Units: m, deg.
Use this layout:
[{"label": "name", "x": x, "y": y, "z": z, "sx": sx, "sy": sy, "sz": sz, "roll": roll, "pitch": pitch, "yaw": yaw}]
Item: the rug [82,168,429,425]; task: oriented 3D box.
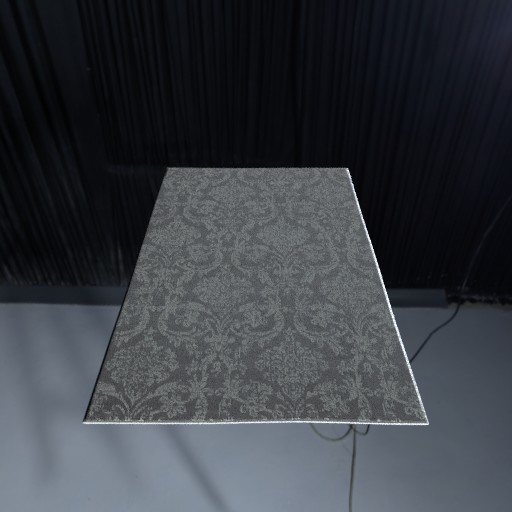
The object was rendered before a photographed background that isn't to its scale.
[{"label": "rug", "x": 0.000, "y": 0.000, "z": 3.375, "sx": 1.819, "sy": 0.018, "sz": 2.746, "roll": 0, "pitch": 40, "yaw": 0}]
